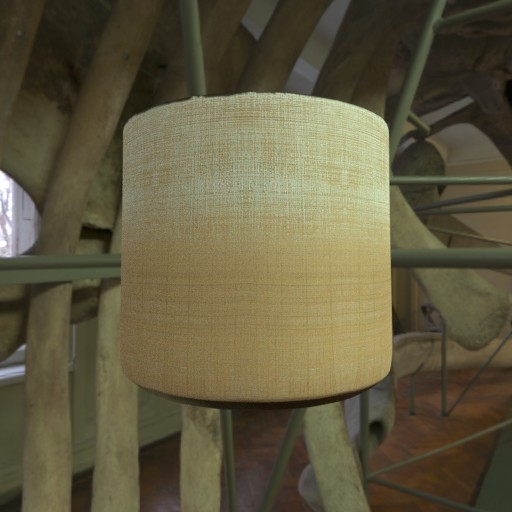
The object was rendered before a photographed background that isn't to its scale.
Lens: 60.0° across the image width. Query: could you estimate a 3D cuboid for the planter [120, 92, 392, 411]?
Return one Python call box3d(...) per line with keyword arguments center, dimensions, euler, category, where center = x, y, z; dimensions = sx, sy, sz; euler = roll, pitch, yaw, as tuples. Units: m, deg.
box3d(center=(0.000, 0.000, 0.377), dimensions=(0.221, 0.201, 0.221), euler=(0, -1, 0), category="planter")
